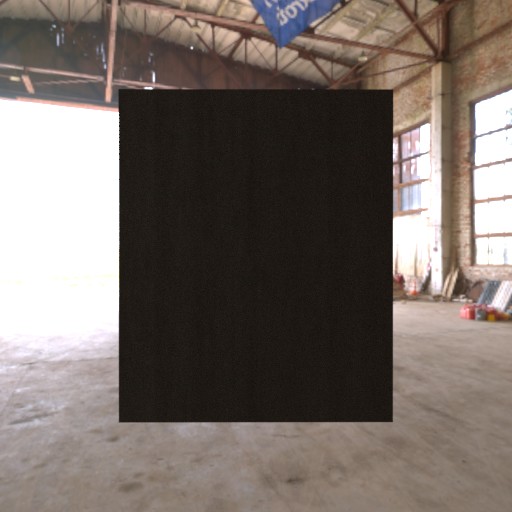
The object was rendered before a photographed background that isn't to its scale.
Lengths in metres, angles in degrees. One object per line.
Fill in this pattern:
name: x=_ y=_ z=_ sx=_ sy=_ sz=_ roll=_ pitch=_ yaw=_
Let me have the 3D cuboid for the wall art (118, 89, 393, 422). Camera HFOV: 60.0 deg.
wall art: x=0.000 y=0.000 z=0.752 sx=0.455 sy=0.552 sz=0.034 roll=0 pitch=0 yaw=0
